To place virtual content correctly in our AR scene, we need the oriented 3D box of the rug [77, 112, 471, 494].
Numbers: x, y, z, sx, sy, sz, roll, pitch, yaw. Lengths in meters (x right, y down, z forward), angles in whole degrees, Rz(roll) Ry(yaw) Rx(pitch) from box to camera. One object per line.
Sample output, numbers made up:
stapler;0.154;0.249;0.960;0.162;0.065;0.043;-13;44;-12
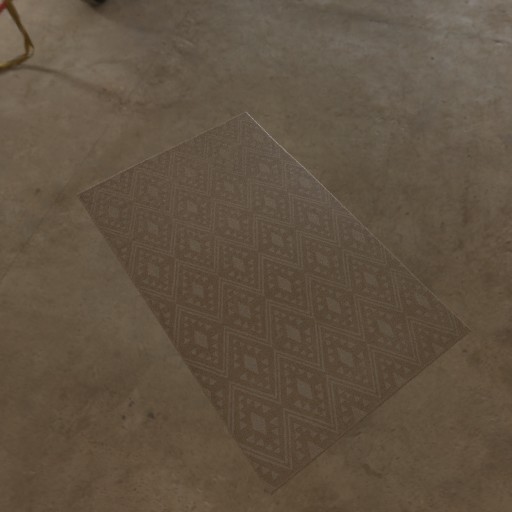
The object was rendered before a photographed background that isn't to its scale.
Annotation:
rug;0.000;0.000;3.022;1.553;0.053;2.430;-31;64;-18
